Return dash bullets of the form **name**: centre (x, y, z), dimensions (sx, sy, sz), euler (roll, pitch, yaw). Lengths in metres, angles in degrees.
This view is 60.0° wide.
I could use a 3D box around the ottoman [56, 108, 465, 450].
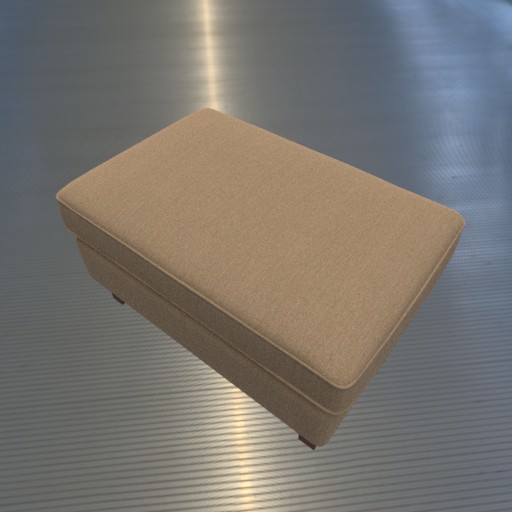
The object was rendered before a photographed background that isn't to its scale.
- **ottoman**: centre (0.000, 0.000, 1.306), dimensions (0.945, 0.521, 0.636), euler (30, 54, 25)
